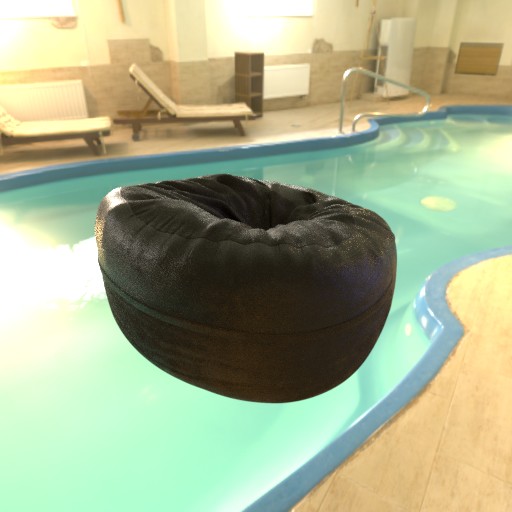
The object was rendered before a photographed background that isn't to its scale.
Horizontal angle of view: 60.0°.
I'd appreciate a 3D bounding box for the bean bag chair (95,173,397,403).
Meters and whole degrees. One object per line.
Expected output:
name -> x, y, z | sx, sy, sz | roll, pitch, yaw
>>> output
bean bag chair -> 0.000, 0.000, 2.408 | 1.524, 0.878, 1.524 | 20, 35, 32
